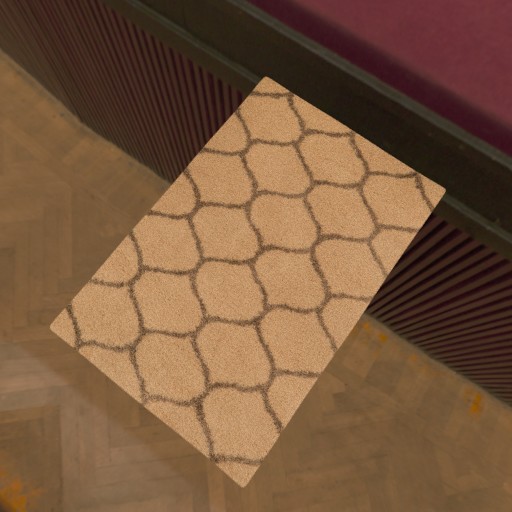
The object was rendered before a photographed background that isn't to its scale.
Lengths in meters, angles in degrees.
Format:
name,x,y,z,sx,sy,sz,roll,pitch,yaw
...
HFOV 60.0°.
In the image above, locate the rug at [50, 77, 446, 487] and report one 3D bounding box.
name,x,y,z,sx,sy,sz,roll,pitch,yaw
rug,0.000,0.000,3.405,1.801,0.026,2.701,36,77,9
